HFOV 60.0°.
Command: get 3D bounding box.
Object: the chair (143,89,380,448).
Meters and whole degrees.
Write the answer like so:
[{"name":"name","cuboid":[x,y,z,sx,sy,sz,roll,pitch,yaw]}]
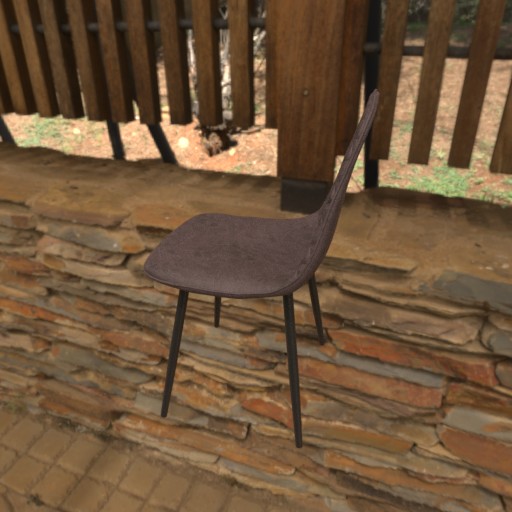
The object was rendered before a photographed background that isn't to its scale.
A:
[{"name":"chair","cuboid":[0.000,0.000,1.237,0.561,0.889,0.472,7,28,14]}]
